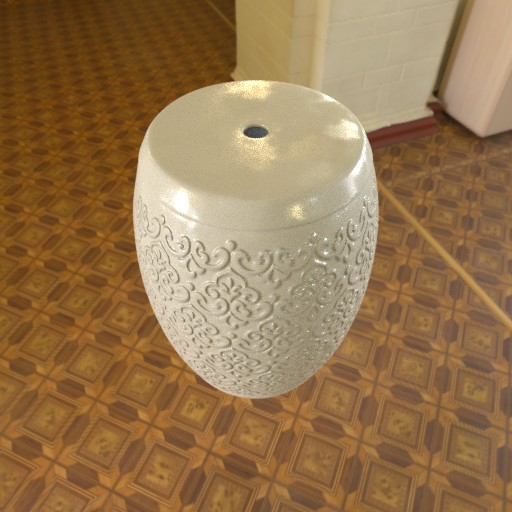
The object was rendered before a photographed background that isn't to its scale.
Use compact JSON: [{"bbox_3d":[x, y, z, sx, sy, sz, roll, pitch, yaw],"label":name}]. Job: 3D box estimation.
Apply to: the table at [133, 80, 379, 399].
[{"bbox_3d":[0.000,0.000,0.613,0.309,0.397,0.309,0,48,0],"label":"table"}]
